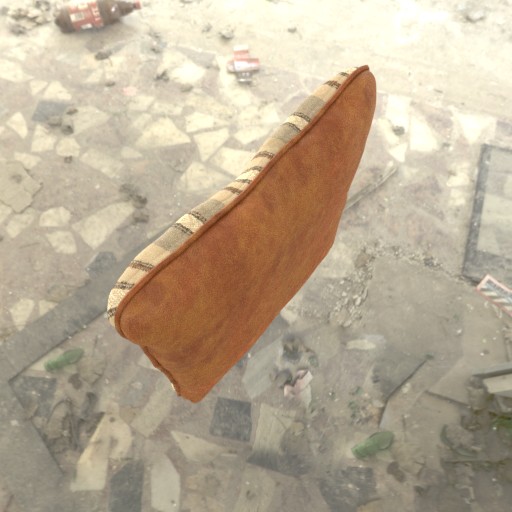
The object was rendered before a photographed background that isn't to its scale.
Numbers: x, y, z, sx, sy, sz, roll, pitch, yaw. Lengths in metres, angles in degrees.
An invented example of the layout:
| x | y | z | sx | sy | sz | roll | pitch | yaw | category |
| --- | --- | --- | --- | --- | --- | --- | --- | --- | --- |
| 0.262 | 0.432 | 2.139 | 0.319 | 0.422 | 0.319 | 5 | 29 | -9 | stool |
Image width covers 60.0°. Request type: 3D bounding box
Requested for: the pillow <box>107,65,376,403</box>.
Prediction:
| x | y | z | sx | sy | sz | roll | pitch | yaw | category |
| --- | --- | --- | --- | --- | --- | --- | --- | --- | --- |
| 0.000 | 0.000 | 0.740 | 0.130 | 0.490 | 0.489 | 36 | 68 | 17 | pillow |
